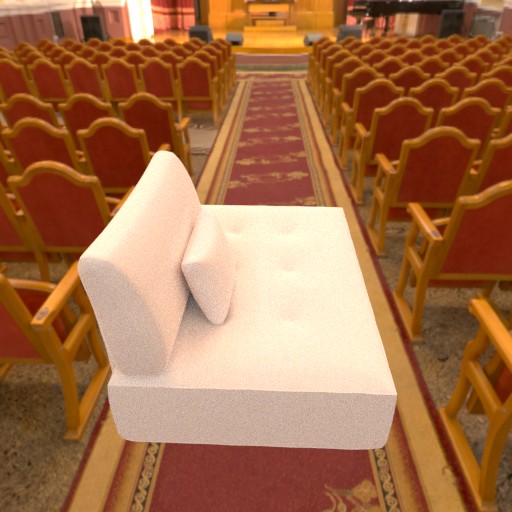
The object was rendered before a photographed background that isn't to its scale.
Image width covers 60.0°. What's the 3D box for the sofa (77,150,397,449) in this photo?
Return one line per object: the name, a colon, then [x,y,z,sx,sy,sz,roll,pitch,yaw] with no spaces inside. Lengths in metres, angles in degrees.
sofa: [0.000,0.000,2.049,1.000,0.820,1.450,1,32,2]
